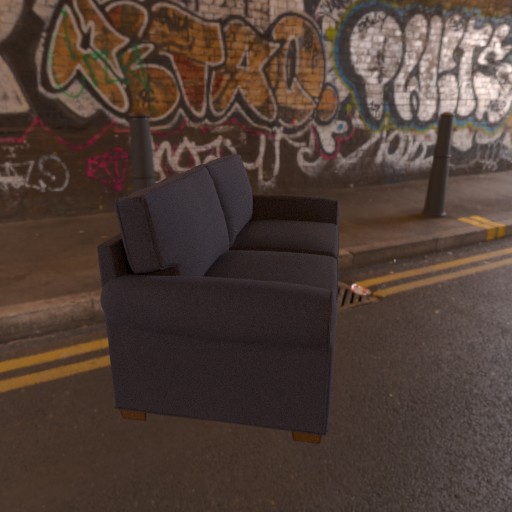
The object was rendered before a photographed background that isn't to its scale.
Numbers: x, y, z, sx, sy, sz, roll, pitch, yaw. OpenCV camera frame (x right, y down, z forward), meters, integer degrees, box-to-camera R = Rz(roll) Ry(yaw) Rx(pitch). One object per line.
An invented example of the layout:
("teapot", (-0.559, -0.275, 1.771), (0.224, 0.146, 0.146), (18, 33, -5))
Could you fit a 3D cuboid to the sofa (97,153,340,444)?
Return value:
("sofa", (0.000, 0.000, 2.582), (0.951, 1.031, 2.009), (3, 19, 10))
